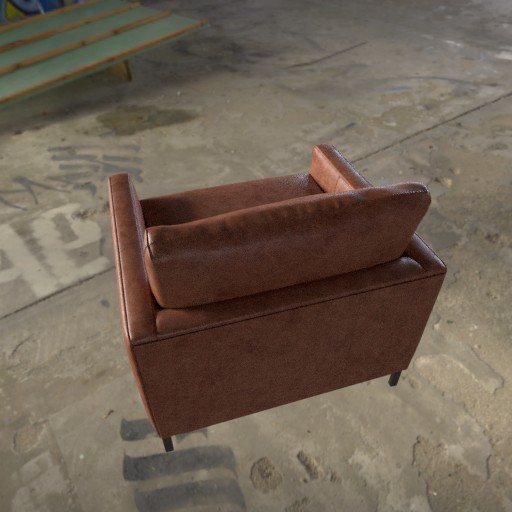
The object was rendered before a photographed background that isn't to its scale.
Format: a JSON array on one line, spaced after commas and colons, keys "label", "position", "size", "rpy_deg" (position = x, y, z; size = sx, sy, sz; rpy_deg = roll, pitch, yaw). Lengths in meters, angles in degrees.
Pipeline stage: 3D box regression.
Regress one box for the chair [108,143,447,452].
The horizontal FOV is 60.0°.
[{"label": "chair", "position": [0.000, 0.000, 1.626], "size": [0.967, 0.869, 0.862], "rpy_deg": [-11, 42, -13]}]
